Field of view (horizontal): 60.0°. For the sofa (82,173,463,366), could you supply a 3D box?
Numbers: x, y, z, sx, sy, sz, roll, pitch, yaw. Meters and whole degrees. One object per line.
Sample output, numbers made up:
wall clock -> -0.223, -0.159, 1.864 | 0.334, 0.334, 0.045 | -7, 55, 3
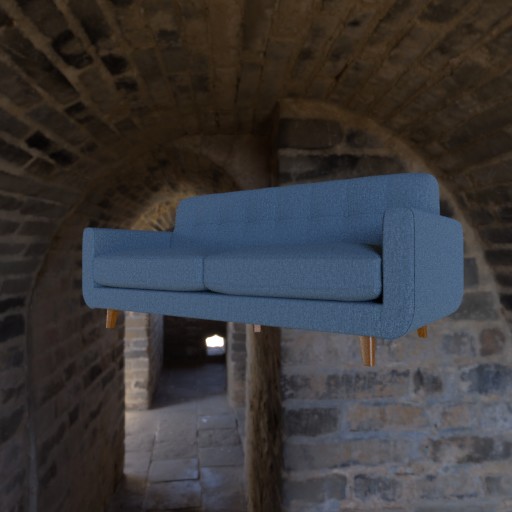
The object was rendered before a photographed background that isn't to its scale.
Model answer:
sofa -> 0.000, 0.000, 2.570 | 2.055, 0.884, 0.942 | 0, 0, 35
